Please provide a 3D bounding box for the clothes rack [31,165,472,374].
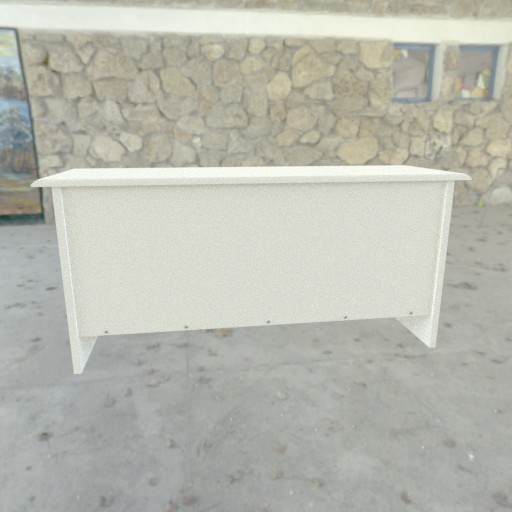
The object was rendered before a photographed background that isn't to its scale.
[{"bbox_3d":[0.000,0.000,1.474,1.218,0.558,0.405,-2,15,-8],"label":"clothes rack"}]
